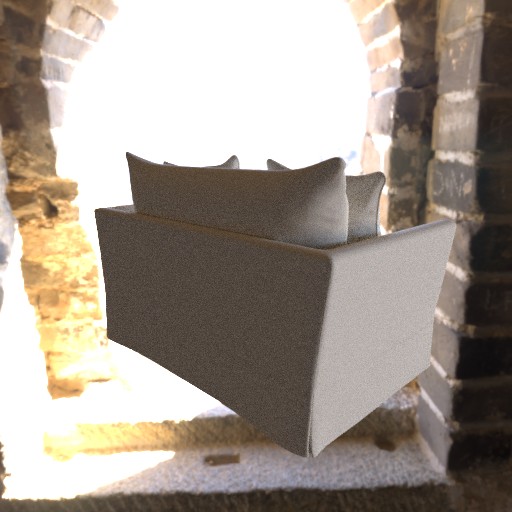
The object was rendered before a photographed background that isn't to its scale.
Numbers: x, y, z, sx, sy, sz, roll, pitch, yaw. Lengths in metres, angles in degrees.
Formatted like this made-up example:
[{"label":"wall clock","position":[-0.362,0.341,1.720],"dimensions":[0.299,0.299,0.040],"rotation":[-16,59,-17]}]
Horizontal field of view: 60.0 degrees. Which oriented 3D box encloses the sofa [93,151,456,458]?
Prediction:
[{"label":"sofa","position":[0.000,0.000,2.273],"dimensions":[1.026,1.039,1.608],"rotation":[-13,19,-43]}]
